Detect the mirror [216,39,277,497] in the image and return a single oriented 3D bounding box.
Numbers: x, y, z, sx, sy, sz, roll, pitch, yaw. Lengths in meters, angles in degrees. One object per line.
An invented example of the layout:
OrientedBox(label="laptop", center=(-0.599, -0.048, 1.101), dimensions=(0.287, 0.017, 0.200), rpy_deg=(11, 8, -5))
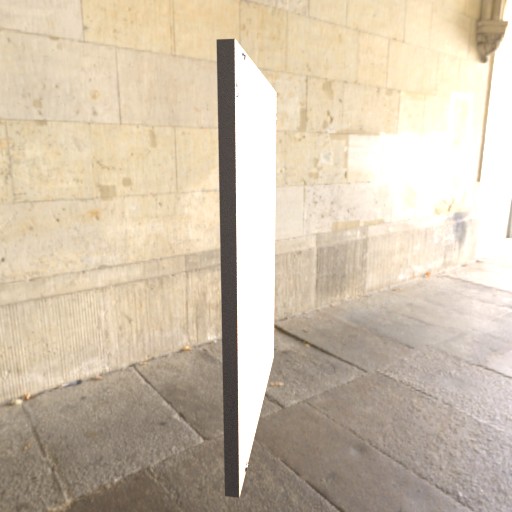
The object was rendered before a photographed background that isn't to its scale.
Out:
OrientedBox(label="mirror", center=(0.000, 0.000, 1.319), dimensions=(0.040, 1.016, 0.762), rpy_deg=(2, 13, 8))
